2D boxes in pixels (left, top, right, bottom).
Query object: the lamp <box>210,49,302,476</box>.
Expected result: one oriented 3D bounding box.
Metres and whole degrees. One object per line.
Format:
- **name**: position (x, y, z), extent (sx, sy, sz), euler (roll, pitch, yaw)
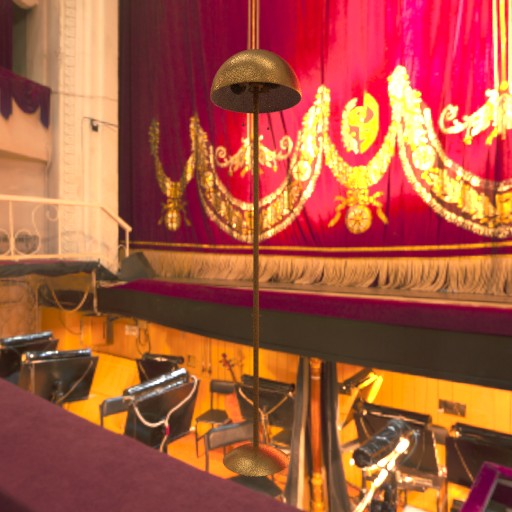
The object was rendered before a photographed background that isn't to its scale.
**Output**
- **lamp**: position (0.000, 0.000, 1.605), extent (0.328, 1.480, 0.328), euler (0, 0, 35)
